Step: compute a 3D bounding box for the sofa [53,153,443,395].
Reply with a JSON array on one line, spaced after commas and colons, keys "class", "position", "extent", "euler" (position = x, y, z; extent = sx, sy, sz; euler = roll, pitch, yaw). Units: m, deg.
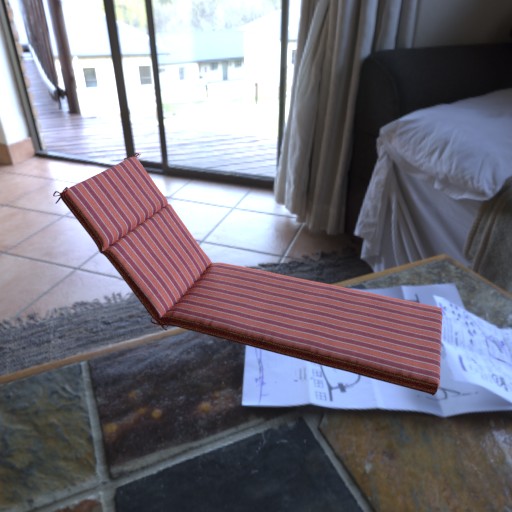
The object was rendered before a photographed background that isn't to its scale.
[{"class": "sofa", "position": [0.000, 0.000, 1.983], "extent": [1.663, 0.622, 0.582], "euler": [11, 32, 18]}]
